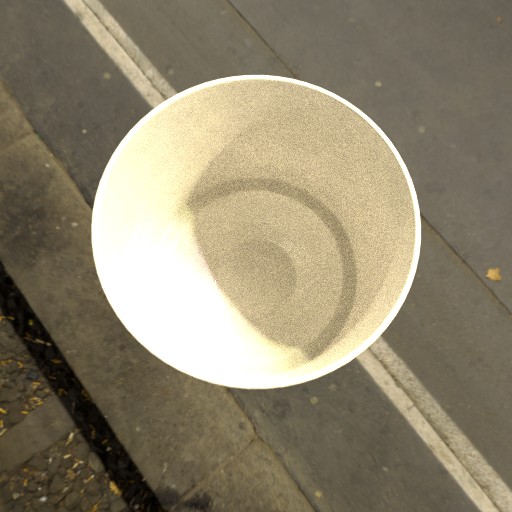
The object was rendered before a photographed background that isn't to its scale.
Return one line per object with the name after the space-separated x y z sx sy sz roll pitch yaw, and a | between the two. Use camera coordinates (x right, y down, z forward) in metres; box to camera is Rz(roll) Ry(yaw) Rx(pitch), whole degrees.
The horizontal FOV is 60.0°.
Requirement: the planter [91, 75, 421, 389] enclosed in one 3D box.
0.000 0.000 0.452 0.250 0.239 0.250 0 76 0 | planter
